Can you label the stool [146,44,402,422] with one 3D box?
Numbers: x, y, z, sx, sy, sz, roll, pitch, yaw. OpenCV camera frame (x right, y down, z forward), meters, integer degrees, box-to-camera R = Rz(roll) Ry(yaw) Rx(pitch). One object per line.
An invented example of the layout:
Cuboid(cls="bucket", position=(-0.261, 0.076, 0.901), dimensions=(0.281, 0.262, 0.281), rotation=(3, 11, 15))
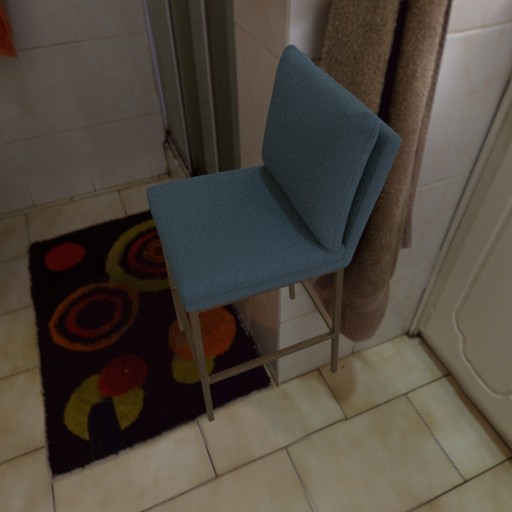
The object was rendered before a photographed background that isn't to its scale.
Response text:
Cuboid(cls="stool", position=(0.000, 0.000, 1.431), dimensions=(0.568, 1.124, 0.463), rotation=(-15, 48, -14))
